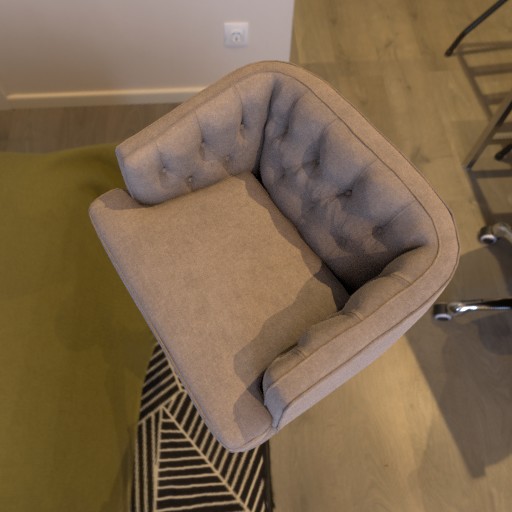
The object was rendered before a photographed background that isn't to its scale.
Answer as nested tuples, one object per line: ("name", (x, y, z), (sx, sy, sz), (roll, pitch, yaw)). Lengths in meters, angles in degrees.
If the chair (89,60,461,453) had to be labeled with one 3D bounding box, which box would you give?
("chair", (0.000, 0.000, 1.688), (0.941, 0.852, 1.104), (-31, 67, -14))
